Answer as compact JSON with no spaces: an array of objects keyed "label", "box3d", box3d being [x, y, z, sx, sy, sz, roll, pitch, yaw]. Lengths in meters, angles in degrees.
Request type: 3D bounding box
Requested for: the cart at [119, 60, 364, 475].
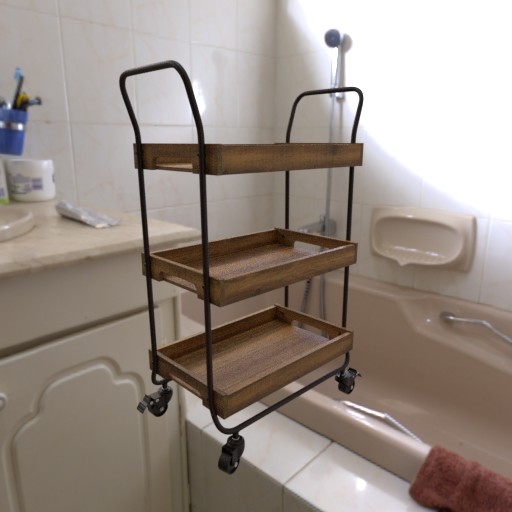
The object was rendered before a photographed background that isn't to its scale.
[{"label":"cart","box3d":[0.000,0.000,1.146,0.583,0.857,0.339,-14,20,-42]}]
